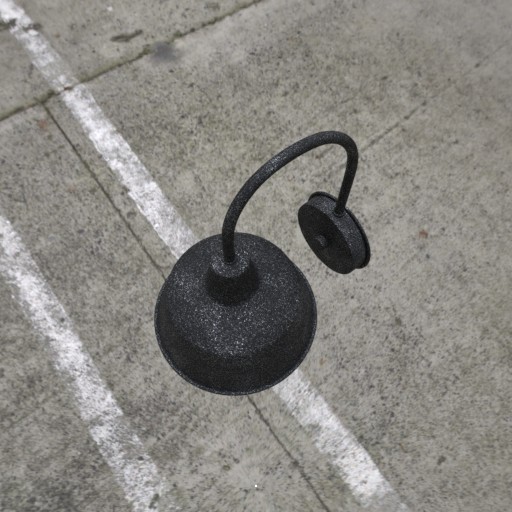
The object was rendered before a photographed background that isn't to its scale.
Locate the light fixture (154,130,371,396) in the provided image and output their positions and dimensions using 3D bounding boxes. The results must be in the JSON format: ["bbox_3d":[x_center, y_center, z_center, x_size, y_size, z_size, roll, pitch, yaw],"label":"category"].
[{"bbox_3d":[0.000,0.000,0.490,0.283,0.300,0.216,-34,68,-16],"label":"light fixture"}]
